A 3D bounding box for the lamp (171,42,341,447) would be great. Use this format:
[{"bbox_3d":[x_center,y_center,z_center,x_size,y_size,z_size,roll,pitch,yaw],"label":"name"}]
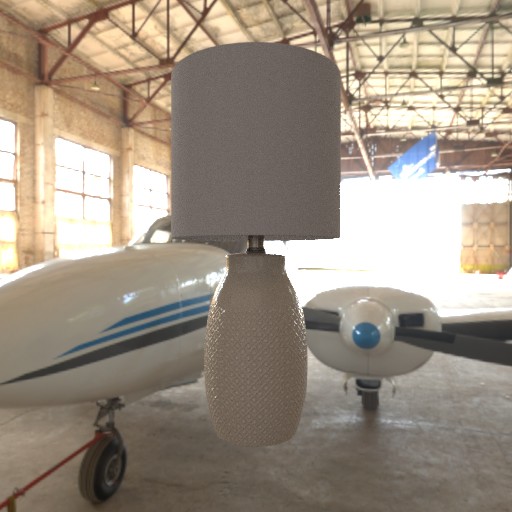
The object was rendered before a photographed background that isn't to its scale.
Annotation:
[{"bbox_3d":[0.000,0.000,0.576,0.217,0.453,0.217,0,0,-35],"label":"lamp"}]
